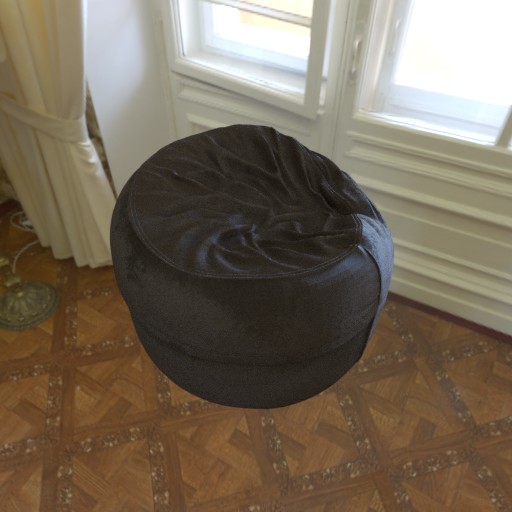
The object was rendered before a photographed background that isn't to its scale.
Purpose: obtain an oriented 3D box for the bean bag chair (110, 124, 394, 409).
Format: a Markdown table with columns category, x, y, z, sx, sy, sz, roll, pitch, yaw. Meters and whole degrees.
| category | x | y | z | sx | sy | sz | roll | pitch | yaw |
| --- | --- | --- | --- | --- | --- | --- | --- | --- | --- |
| bean bag chair | 0.000 | 0.000 | 1.518 | 0.918 | 0.605 | 0.918 | 0 | 46 | 0 |
